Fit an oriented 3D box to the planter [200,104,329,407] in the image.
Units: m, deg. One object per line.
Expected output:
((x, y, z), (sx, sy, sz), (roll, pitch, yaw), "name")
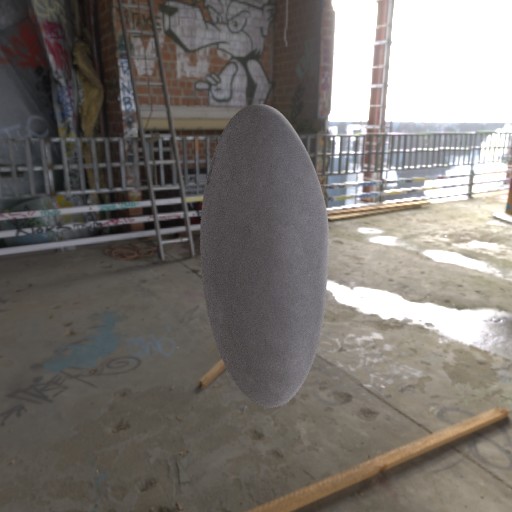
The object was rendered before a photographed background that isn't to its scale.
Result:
((0.000, 0.000, 0.289), (0.071, 0.188, 0.185), (-3, 17, -11), "planter")
